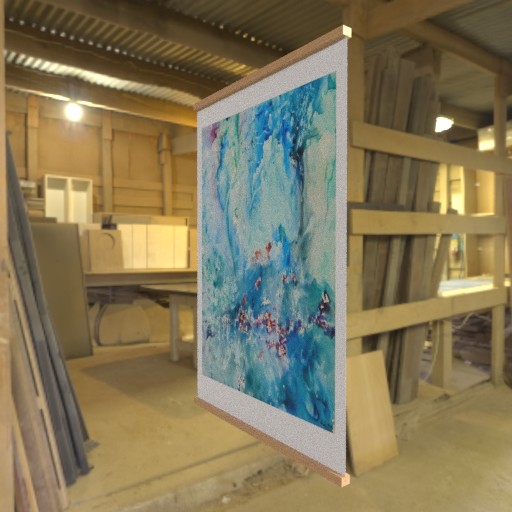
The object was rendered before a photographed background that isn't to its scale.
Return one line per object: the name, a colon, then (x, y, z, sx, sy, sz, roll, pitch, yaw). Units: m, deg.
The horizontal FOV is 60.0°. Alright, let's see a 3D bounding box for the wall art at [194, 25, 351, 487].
wall art: (0.000, 0.000, 1.855, 0.040, 1.510, 0.991, -1, 1, -37)
